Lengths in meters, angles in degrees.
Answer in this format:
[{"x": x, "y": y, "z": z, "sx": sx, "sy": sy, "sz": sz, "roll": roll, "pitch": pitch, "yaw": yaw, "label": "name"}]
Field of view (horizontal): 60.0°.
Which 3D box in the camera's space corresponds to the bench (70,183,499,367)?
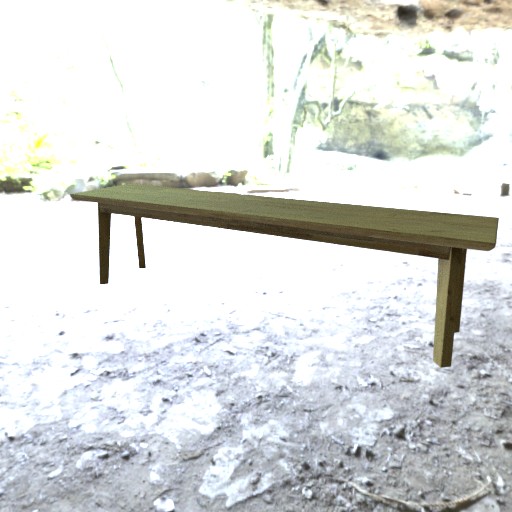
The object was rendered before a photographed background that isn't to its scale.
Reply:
[{"x": 0.000, "y": 0.000, "z": 1.819, "sx": 1.698, "sy": 0.431, "sz": 0.378, "roll": 9, "pitch": 20, "yaw": 27, "label": "bench"}]
